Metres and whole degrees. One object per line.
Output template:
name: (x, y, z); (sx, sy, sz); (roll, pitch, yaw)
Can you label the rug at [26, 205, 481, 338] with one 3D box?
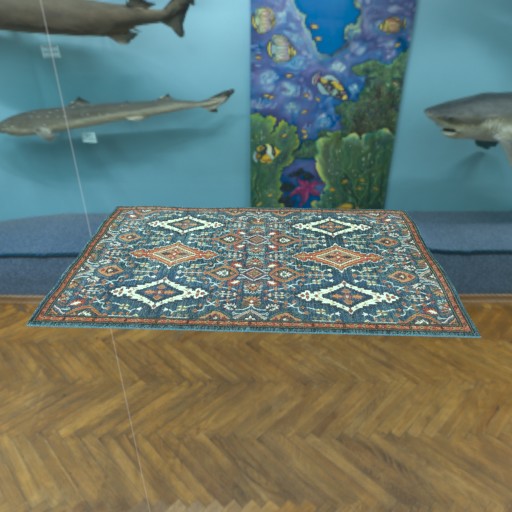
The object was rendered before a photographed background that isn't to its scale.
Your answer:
rug: (0.000, 0.000, 2.289); (1.847, 0.014, 1.195); (1, 31, 2)
